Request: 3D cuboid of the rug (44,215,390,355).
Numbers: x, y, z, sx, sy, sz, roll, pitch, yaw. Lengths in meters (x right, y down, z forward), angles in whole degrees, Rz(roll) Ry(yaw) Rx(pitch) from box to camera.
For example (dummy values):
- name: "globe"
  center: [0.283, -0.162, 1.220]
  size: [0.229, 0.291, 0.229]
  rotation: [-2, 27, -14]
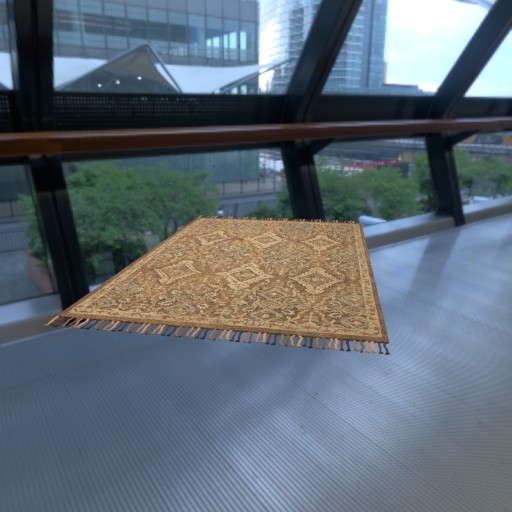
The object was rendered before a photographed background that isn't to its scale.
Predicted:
- name: "rug"
  center: [0.000, 0.000, 3.015]
  size: [1.516, 0.010, 2.434]
  rotation: [3, 17, 9]
